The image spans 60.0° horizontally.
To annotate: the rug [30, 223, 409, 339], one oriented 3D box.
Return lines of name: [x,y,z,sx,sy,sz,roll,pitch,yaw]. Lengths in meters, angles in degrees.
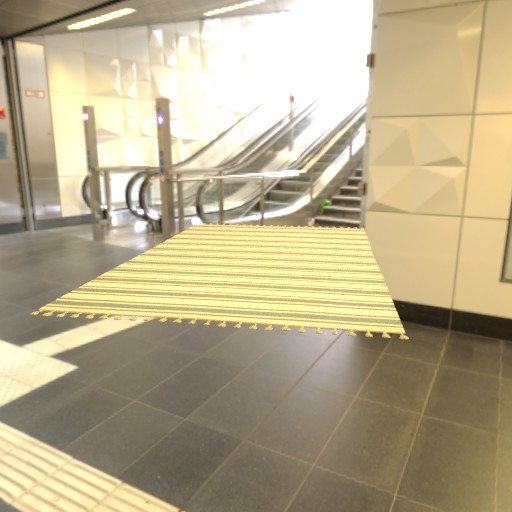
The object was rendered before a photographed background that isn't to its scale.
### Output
rug: [0.000,0.000,2.896,1.539,0.011,2.410,2,14,9]
